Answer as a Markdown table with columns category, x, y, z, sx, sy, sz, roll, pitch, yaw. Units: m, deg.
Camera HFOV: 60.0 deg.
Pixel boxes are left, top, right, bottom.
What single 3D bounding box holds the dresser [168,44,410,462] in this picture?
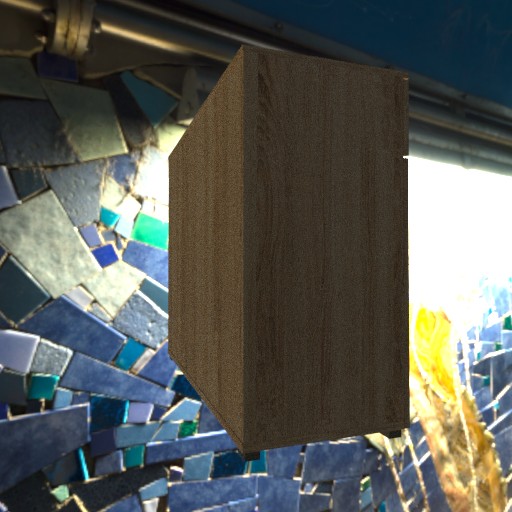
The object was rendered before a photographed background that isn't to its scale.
| category | x | y | z | sx | sy | sz | roll | pitch | yaw |
| --- | --- | --- | --- | --- | --- | --- | --- | --- | --- |
| dresser | 0.000 | 0.000 | 1.544 | 0.450 | 0.900 | 1.100 | 0 | -1 | -19 |
